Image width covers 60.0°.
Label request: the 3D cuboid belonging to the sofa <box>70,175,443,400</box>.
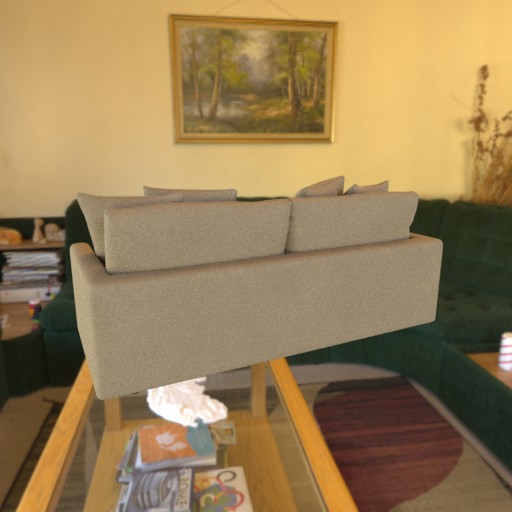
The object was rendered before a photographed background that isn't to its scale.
[{"bbox_3d":[0.000,0.000,3.150,2.380,1.084,1.228,-7,16,-26],"label":"sofa"}]
